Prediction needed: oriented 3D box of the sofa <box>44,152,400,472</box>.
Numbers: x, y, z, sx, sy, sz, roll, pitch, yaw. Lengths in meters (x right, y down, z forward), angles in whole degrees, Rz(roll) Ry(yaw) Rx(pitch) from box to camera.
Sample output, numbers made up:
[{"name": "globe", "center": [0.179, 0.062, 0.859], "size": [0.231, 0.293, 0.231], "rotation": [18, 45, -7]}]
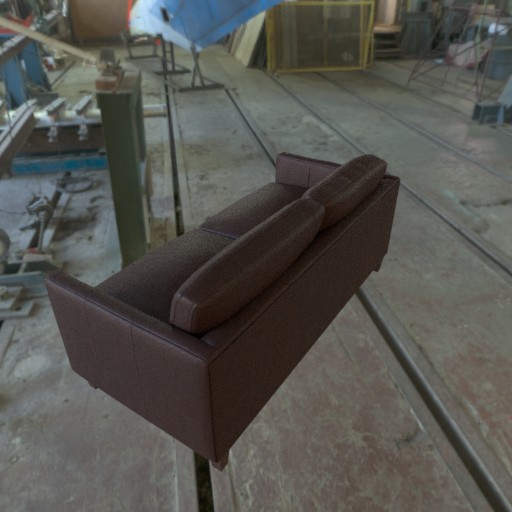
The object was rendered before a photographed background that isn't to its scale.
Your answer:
[{"name": "sofa", "center": [0.000, 0.000, 2.461], "size": [0.923, 0.863, 1.971], "rotation": [19, 37, 28]}]
